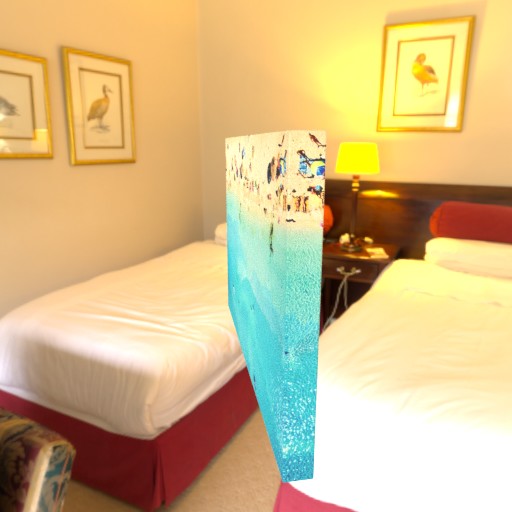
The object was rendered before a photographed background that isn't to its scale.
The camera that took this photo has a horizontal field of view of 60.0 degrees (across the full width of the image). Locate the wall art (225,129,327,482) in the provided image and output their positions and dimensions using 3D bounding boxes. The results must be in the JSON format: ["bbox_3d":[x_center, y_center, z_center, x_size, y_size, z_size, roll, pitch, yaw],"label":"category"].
[{"bbox_3d":[0.000,0.000,0.773,0.039,0.406,0.609,-2,14,-9],"label":"wall art"}]
